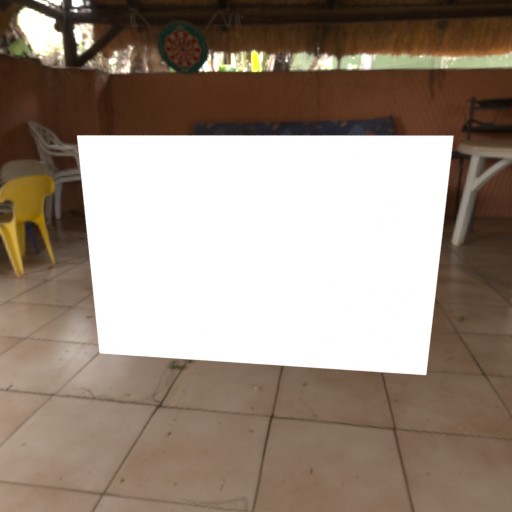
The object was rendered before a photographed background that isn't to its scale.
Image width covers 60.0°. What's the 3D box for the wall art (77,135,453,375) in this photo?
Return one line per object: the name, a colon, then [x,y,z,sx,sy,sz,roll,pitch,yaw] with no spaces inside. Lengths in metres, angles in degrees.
wall art: [0.000,0.000,1.146,0.898,0.601,0.038,2,16,7]
